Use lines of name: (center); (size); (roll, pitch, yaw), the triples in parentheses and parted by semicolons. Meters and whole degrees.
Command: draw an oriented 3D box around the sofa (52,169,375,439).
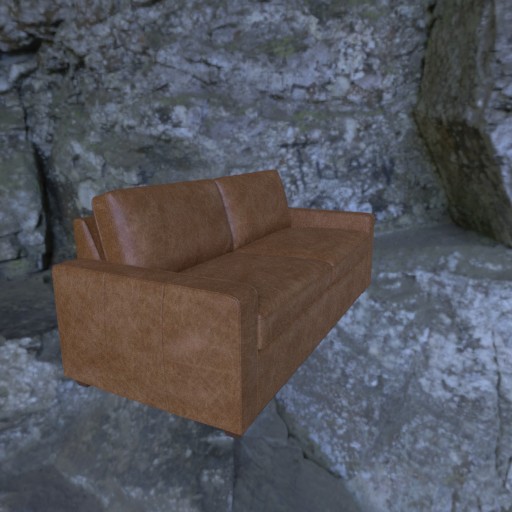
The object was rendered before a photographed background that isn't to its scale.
sofa: (0.000, 0.000, 2.693); (0.991, 0.928, 2.156); (7, 16, 26)
